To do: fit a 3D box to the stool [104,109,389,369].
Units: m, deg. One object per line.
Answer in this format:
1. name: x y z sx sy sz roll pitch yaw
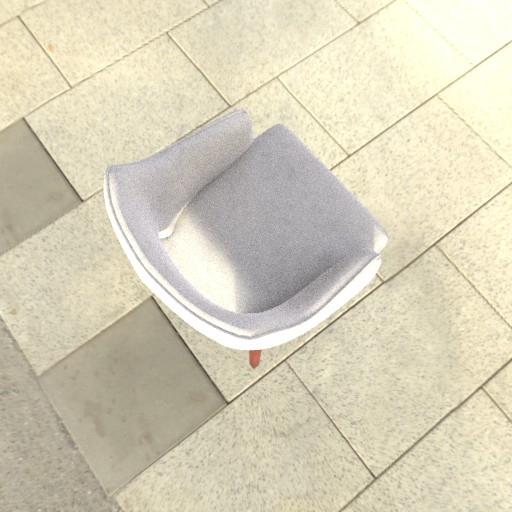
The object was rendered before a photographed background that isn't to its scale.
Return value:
1. stool: 0.000 0.000 1.320 0.558 1.012 0.548 -38 78 -10
